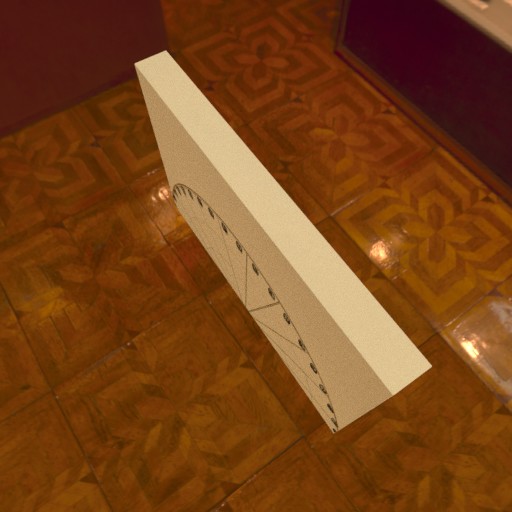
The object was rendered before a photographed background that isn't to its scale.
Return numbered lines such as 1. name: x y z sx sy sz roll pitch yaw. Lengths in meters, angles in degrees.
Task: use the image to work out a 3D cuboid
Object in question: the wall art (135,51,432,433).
1. wall art: 0.000 0.000 0.486 0.039 0.254 0.384 -30 67 -14
